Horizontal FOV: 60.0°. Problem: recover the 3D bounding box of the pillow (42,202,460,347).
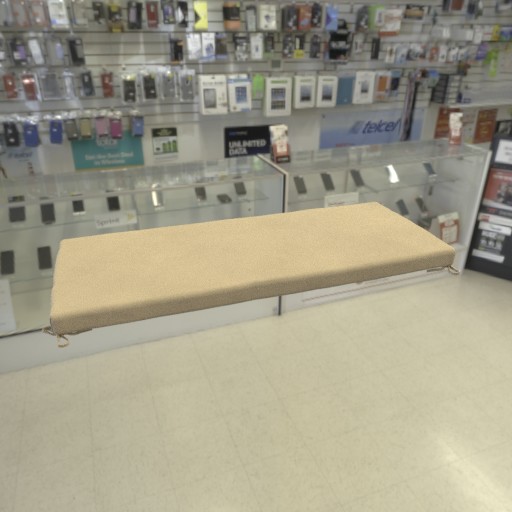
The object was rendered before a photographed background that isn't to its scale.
[{"bbox_3d":[0.000,0.000,1.360,1.187,0.081,0.492,-8,28,-16],"label":"pillow"}]
